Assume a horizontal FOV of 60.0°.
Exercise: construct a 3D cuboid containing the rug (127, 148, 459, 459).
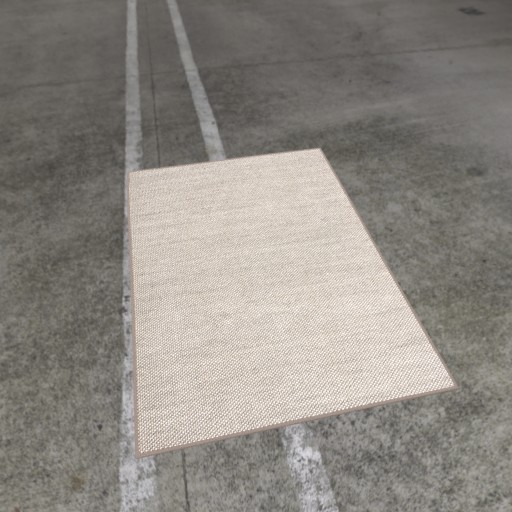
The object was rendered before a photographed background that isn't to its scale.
[{"bbox_3d":[0.000,0.000,2.704,1.517,0.013,2.115,-9,47,-8],"label":"rug"}]
